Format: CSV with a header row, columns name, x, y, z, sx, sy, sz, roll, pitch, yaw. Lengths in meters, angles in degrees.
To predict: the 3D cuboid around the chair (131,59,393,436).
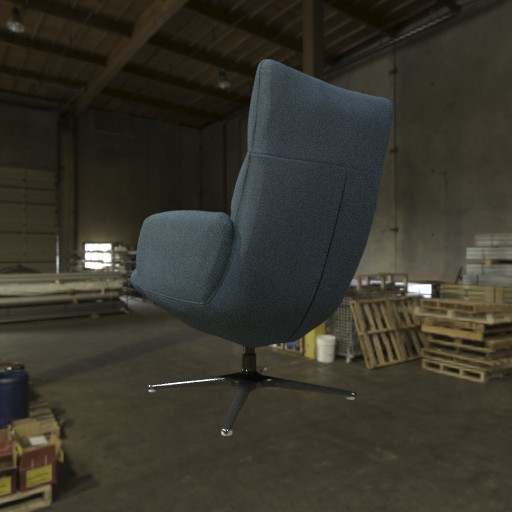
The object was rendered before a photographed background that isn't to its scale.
name,x,y,z,sx,sy,sz,roll,pitch,yaw
chair,0.000,0.000,1.592,0.711,1.016,0.889,0,0,-37
